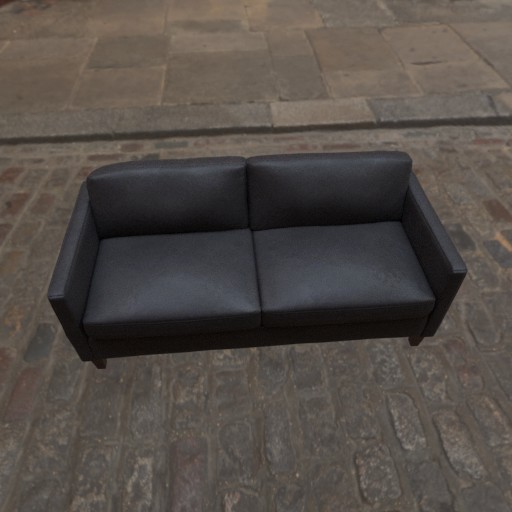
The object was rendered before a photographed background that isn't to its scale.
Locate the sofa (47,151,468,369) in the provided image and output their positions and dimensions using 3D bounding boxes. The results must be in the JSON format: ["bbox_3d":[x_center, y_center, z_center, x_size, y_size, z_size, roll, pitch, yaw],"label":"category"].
[{"bbox_3d":[0.000,0.000,2.492,1.971,0.863,0.933,-3,46,-3],"label":"sofa"}]
